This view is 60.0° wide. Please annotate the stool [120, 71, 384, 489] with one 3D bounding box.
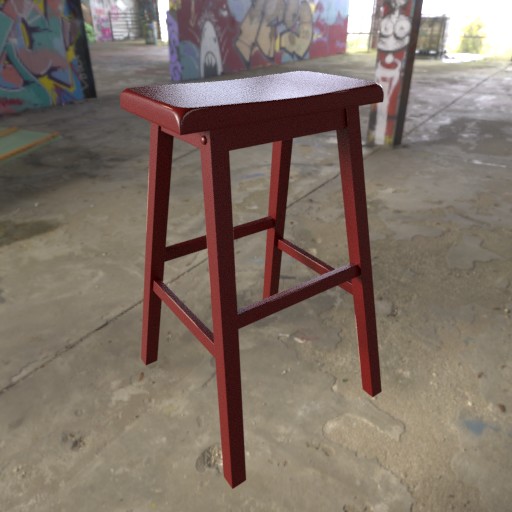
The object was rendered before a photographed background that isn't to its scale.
[{"bbox_3d":[0.000,0.000,1.015,0.457,0.737,0.476,-19,35,-30],"label":"stool"}]
